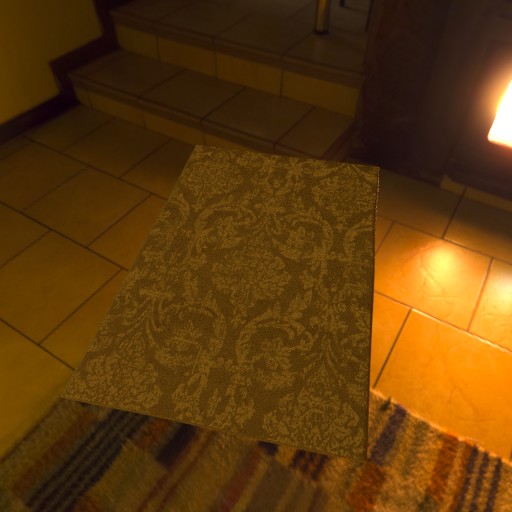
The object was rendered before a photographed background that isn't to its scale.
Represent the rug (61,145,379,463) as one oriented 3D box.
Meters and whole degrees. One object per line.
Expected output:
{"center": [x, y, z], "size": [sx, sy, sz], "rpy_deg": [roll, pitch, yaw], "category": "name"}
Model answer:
{"center": [0.000, 0.000, 2.288], "size": [1.206, 0.012, 1.824], "rpy_deg": [9, 48, 8], "category": "rug"}
